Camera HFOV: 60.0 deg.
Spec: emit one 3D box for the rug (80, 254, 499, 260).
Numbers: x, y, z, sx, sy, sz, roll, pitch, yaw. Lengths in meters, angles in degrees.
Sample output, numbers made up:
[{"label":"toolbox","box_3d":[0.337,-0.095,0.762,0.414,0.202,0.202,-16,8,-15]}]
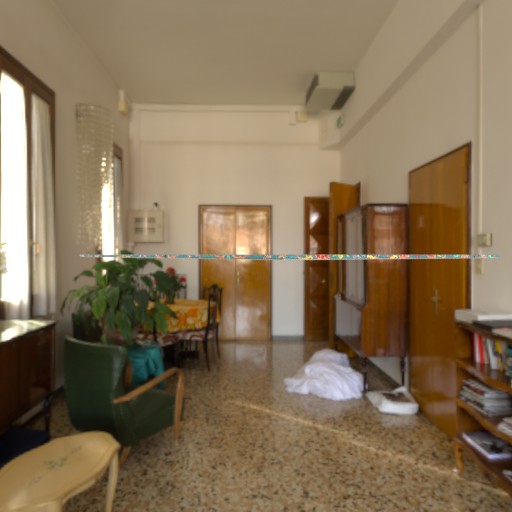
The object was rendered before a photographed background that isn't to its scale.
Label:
[{"label":"rug","box_3d":[0.000,0.000,2.247,1.216,0.014,1.836,0,0,-37]}]
